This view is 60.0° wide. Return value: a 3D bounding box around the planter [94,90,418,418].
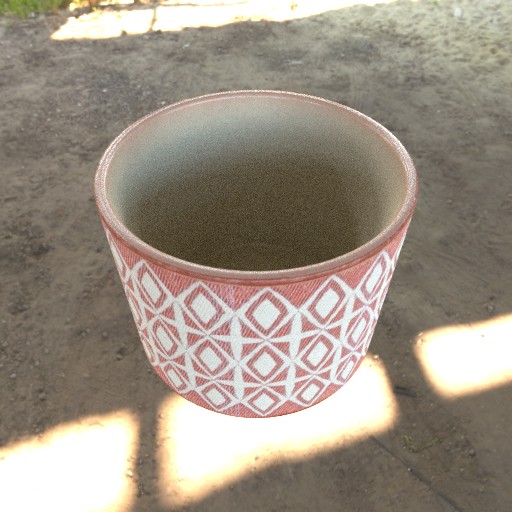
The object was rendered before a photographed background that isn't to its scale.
[{"bbox_3d":[0.000,0.000,0.468,0.273,0.237,0.273,0,46,0],"label":"planter"}]
